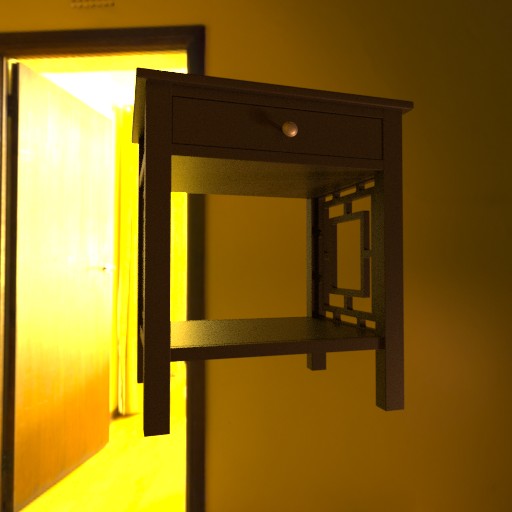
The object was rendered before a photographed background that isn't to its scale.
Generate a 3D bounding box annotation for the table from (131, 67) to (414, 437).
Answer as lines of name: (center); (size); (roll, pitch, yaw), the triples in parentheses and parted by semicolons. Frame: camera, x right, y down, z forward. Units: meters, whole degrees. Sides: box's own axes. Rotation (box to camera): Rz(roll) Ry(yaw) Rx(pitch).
table: (0.000, 0.000, 1.048); (0.564, 0.646, 0.451); (0, -1, -17)
